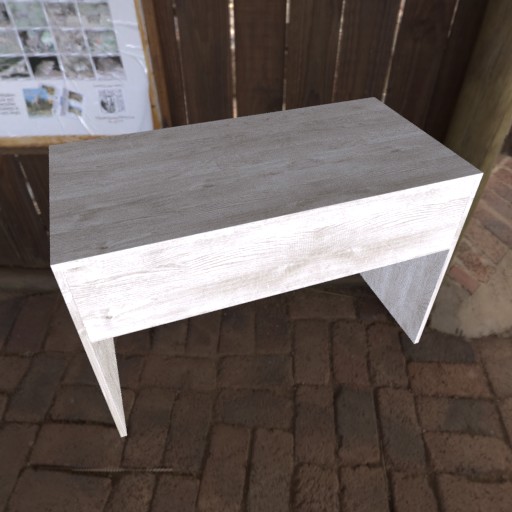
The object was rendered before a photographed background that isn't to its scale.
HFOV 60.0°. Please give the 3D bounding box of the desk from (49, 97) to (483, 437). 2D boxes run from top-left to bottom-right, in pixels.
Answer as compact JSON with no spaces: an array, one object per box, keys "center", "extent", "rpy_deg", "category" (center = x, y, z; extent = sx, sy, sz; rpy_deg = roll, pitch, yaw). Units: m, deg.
[{"center":[0.000,0.000,1.491],"extent":[1.100,0.730,0.560],"rpy_deg":[-13,43,-15],"category":"desk"}]
